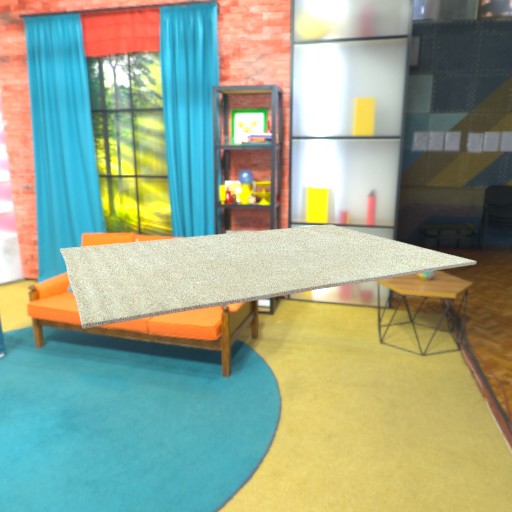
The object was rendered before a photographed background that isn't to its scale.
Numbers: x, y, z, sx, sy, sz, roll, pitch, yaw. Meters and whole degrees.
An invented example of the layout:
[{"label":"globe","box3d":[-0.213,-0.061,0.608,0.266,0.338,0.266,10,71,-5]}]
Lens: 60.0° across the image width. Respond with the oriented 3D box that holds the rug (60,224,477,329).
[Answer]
[{"label":"rug","box3d":[0.000,0.000,3.435,2.699,0.025,1.800,-7,15,-25]}]
